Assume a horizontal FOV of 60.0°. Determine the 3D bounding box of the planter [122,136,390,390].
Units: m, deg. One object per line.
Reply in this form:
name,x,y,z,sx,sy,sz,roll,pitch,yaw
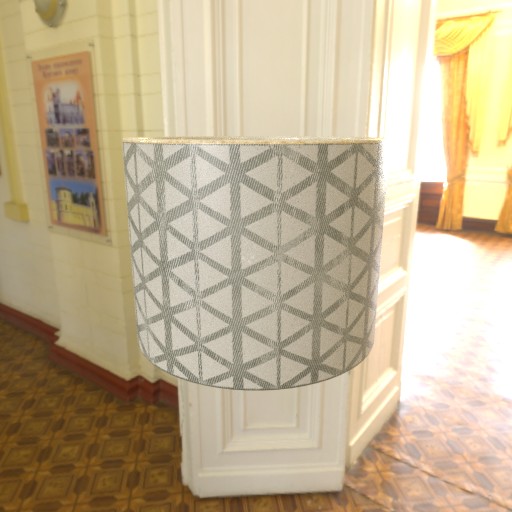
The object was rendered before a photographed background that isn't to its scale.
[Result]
planter,0.000,0.000,0.462,0.250,0.239,0.250,0,16,0
